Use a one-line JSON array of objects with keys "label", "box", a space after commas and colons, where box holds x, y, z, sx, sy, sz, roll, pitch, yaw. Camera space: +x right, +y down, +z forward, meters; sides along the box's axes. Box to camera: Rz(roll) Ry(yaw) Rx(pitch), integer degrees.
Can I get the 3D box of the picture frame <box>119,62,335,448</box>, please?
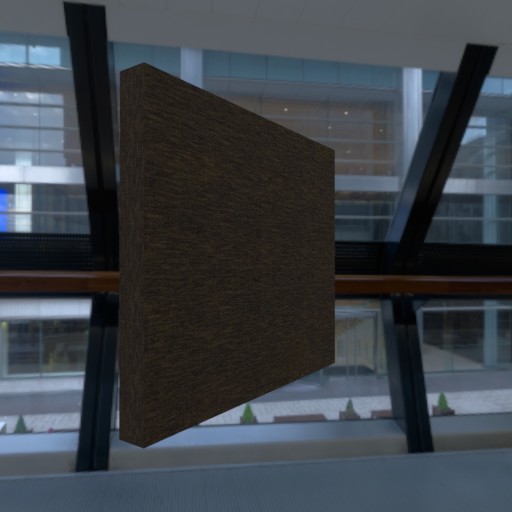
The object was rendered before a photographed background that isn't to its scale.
[{"label": "picture frame", "box": [0.000, 0.000, 0.543, 0.033, 0.330, 0.378, 0, 0, 35]}]
